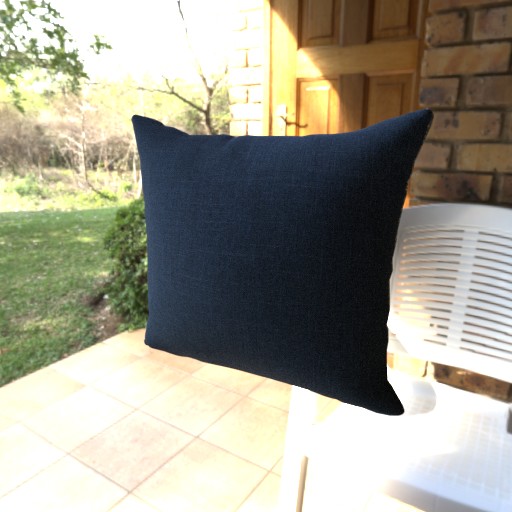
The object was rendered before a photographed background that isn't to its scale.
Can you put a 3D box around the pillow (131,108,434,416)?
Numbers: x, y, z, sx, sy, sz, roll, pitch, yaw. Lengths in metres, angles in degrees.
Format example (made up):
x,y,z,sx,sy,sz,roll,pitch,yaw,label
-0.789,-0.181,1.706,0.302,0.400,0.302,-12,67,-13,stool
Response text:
x,y,z,sx,sy,sz,roll,pitch,yaw,label
0.000,0.000,0.784,0.546,0.487,0.180,8,17,26,pillow
